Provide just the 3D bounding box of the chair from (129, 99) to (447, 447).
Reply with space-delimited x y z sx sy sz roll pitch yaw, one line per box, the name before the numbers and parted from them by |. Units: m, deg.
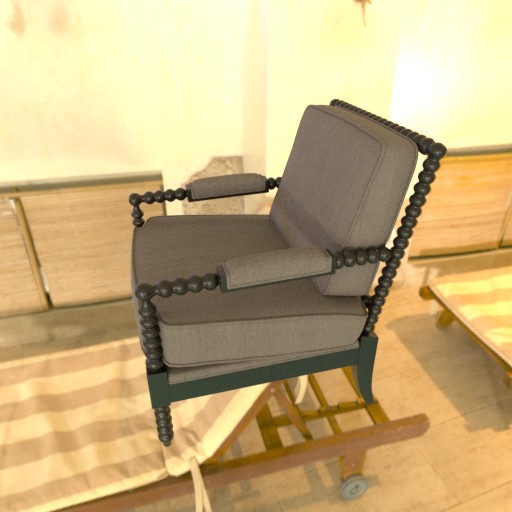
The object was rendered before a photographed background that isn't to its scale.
chair | 0.000 0.000 1.119 0.622 0.661 0.540 -8 31 -13
